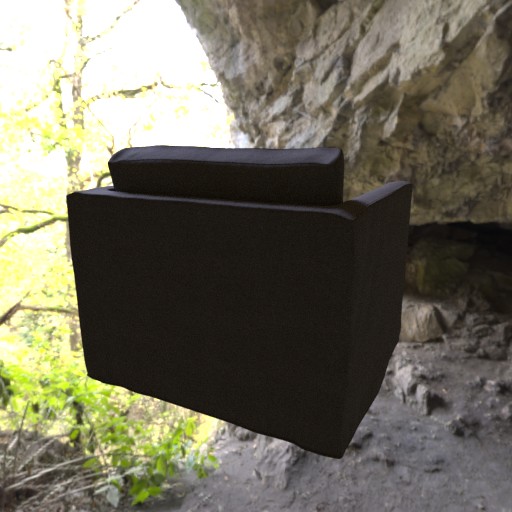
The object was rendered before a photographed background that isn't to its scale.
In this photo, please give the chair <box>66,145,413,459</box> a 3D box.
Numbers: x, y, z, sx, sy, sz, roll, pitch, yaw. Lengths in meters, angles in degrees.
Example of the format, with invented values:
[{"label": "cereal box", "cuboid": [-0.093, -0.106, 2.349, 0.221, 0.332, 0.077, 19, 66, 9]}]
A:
[{"label": "chair", "cuboid": [0.000, 0.000, 1.768, 1.057, 0.863, 0.949, 8, 17, 26]}]
